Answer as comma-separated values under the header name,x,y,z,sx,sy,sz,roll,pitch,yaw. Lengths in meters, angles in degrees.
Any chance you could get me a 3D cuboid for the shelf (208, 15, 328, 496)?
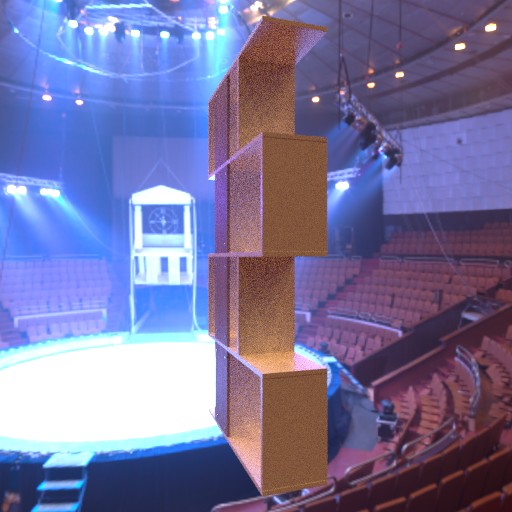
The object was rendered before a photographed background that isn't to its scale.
name,x,y,z,sx,sy,sz,roll,pitch,yaw
shelf,0.000,0.000,1.981,0.250,1.650,0.890,0,0,-18
